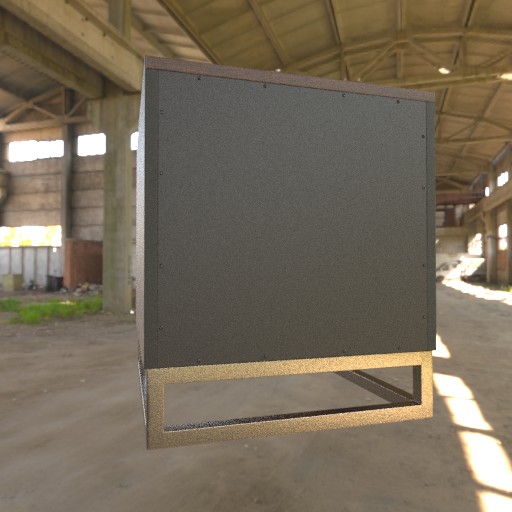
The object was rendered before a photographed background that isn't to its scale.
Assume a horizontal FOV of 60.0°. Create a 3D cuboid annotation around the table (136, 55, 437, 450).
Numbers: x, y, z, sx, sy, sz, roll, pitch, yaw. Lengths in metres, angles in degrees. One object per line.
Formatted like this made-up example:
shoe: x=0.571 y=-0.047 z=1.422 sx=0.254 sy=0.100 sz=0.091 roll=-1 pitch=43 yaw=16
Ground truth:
table: x=0.000 y=0.000 z=0.990 sx=0.506 sy=0.582 sz=0.566 roll=0 pitch=-1 yaw=-16
